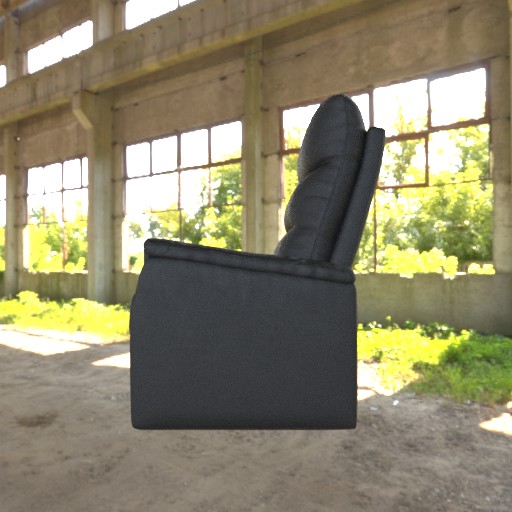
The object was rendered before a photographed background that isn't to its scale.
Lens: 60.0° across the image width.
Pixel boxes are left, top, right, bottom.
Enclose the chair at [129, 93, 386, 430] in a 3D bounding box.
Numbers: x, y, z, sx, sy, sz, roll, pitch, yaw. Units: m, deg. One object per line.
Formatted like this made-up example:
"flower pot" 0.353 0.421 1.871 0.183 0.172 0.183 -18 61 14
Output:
"chair" 0.000 0.000 1.662 0.831 1.082 0.775 0 -1 0
